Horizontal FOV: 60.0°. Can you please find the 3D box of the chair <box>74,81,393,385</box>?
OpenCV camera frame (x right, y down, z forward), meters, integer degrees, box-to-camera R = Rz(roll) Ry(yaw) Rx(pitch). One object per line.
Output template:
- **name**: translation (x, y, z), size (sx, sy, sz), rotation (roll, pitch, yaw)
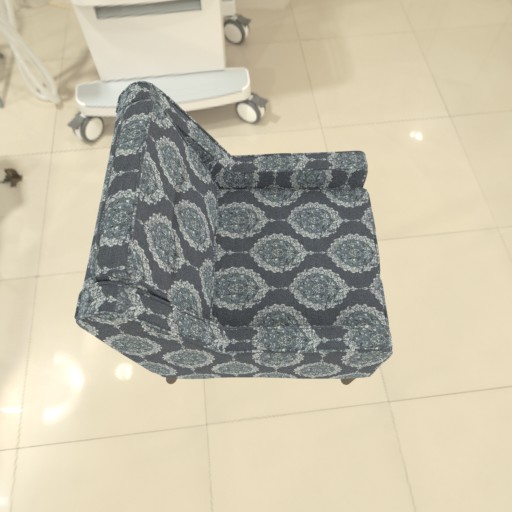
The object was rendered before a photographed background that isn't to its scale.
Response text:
- **chair**: translation (0.000, 0.000, 1.332), size (0.743, 0.792, 0.663), rotation (0, 63, 0)
